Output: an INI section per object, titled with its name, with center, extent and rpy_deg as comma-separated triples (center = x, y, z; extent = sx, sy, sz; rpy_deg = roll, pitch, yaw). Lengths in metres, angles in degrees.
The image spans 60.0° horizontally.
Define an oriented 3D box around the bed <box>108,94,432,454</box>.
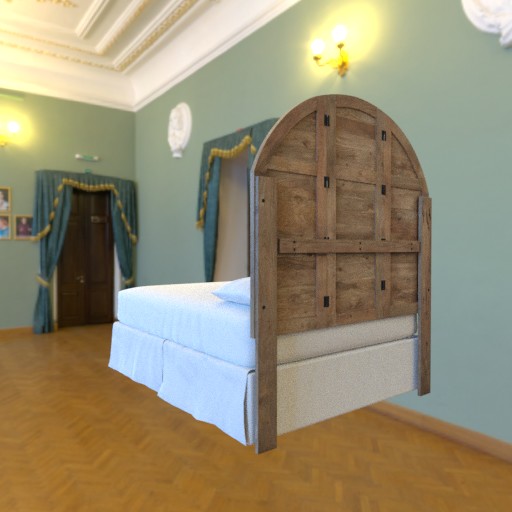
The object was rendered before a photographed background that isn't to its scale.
[bed]
center = 0.000, 0.000, 3.585
extent = 1.713, 2.002, 2.112
rpy_deg = -1, 1, -38
